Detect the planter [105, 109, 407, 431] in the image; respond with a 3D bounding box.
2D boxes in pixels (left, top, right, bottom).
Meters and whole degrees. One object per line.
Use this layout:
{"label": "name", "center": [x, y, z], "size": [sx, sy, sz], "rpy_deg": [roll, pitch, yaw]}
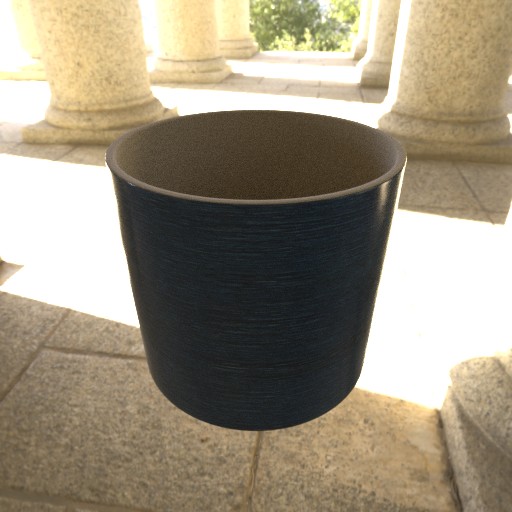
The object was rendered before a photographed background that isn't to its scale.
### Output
{"label": "planter", "center": [0.000, 0.000, 0.390], "size": [0.221, 0.201, 0.221], "rpy_deg": [0, 31, 0]}
